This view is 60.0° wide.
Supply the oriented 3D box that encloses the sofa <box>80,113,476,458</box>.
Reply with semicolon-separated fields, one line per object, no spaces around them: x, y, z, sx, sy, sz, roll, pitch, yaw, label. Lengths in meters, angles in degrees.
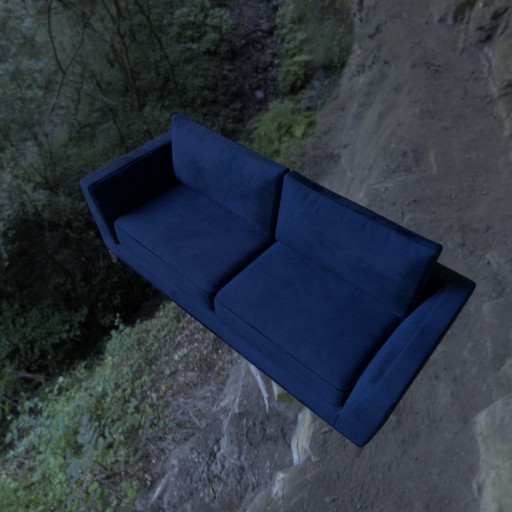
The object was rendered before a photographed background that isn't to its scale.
0.000;0.000;2.662;2.212;0.998;0.853;33;56;26;sofa
